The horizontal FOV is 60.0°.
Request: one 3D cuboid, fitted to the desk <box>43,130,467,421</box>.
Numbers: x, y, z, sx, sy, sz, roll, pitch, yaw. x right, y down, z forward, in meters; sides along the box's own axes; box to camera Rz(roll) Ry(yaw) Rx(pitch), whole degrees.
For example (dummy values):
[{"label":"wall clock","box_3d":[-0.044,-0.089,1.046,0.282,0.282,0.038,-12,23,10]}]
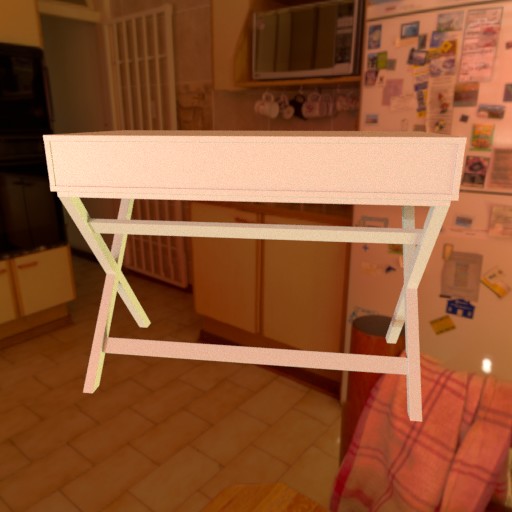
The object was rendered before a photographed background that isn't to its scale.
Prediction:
[{"label":"desk","box_3d":[0.000,0.000,1.458,1.057,0.780,0.525,2,17,8]}]
